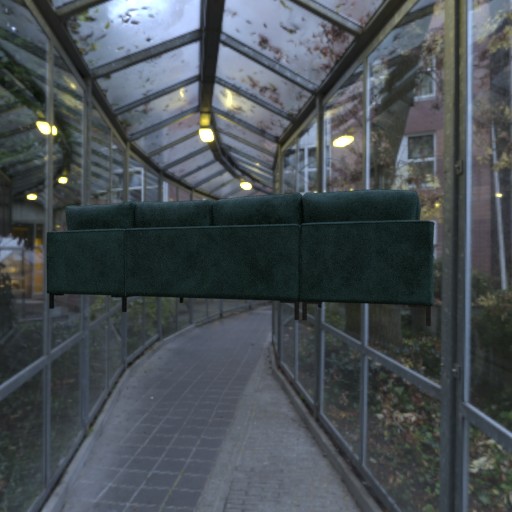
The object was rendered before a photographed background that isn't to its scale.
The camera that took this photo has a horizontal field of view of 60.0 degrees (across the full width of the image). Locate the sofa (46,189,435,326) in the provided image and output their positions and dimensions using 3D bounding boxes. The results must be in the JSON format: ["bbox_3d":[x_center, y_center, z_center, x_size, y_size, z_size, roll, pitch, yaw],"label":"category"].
[{"bbox_3d":[0.000,0.000,4.029,2.994,0.861,1.992,0,-1,19],"label":"sofa"}]
